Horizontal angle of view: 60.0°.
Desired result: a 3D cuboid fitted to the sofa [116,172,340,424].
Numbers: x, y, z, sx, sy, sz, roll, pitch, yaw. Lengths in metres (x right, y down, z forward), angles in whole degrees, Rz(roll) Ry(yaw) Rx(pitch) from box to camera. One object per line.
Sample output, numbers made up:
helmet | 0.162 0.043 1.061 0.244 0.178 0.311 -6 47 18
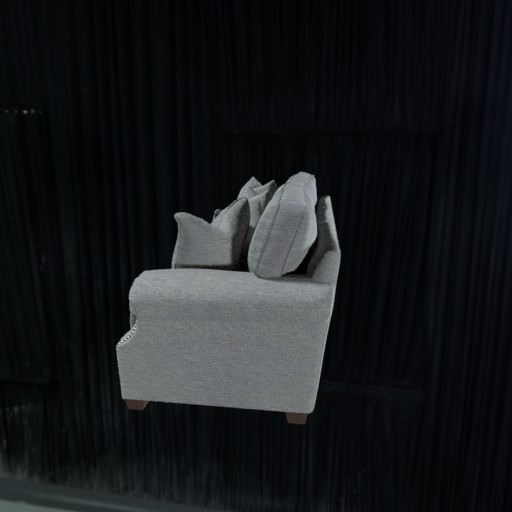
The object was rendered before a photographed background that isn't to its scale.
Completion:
sofa | 0.000 0.000 2.870 0.965 0.975 2.312 2 14 8
